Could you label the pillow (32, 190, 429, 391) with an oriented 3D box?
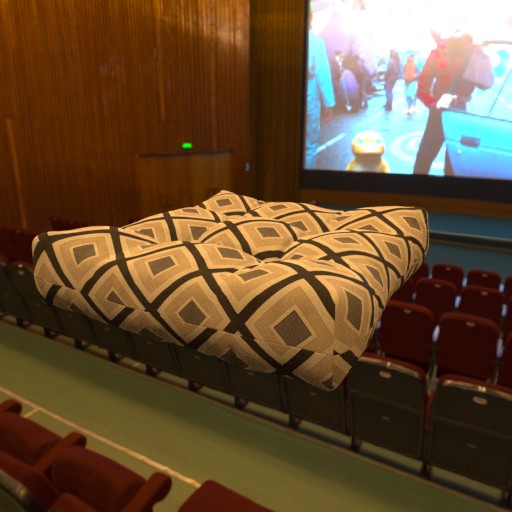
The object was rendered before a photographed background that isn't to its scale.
[{"bbox_3d":[0.000,0.000,0.714,0.468,0.128,0.490,9,20,28],"label":"pillow"}]
